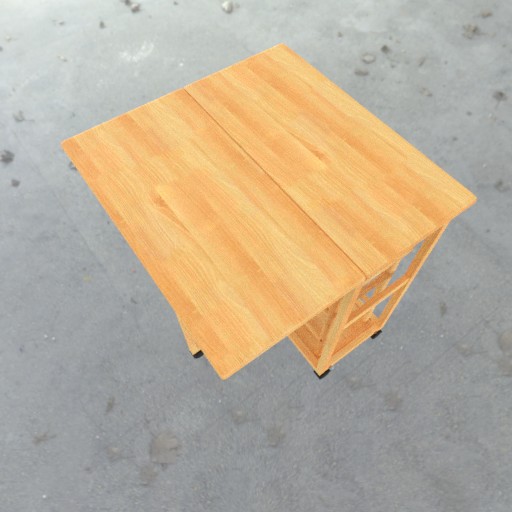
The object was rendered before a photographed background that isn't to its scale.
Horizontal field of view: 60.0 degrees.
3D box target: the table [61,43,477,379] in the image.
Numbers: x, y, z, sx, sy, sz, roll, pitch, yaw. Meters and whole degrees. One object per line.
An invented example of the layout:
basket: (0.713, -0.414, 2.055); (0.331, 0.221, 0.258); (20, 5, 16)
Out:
table: (0.000, 0.000, 1.401); (0.693, 0.832, 0.752); (-32, 64, -18)
